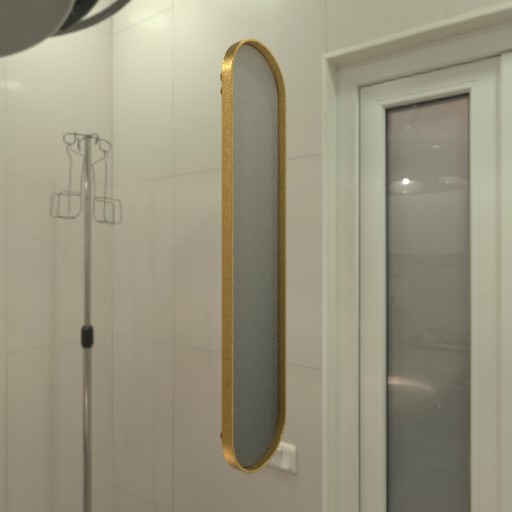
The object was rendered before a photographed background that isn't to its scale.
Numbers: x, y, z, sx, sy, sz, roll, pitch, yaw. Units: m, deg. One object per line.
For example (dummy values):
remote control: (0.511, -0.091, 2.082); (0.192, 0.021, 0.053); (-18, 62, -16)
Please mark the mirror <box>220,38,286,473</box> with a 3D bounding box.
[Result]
mirror: (0.000, 0.000, 1.038); (0.032, 0.991, 0.222); (0, 0, 35)
